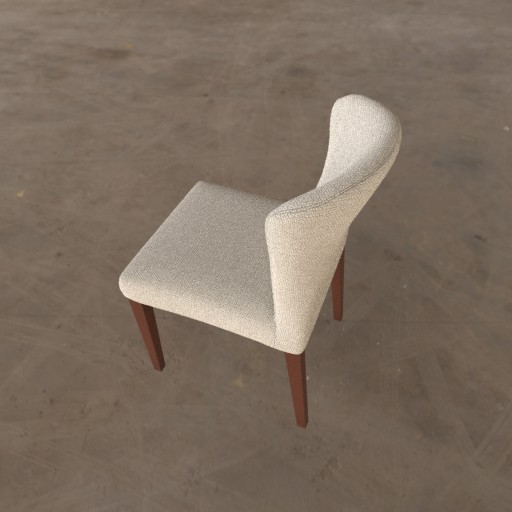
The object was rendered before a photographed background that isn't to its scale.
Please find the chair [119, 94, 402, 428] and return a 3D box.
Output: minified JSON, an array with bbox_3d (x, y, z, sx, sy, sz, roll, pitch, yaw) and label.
[{"bbox_3d":[0.000,0.000,1.207,0.589,0.839,0.491,16,47,15],"label":"chair"}]
